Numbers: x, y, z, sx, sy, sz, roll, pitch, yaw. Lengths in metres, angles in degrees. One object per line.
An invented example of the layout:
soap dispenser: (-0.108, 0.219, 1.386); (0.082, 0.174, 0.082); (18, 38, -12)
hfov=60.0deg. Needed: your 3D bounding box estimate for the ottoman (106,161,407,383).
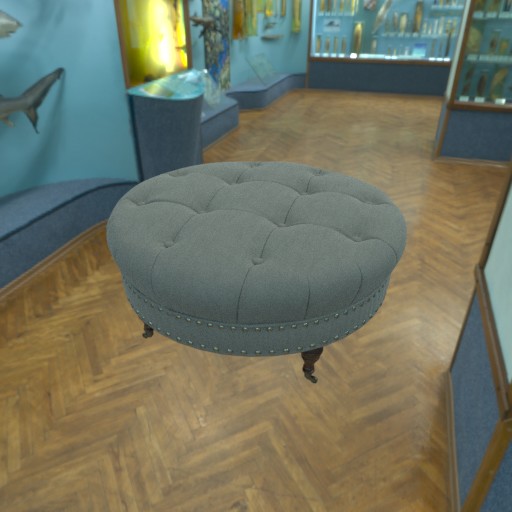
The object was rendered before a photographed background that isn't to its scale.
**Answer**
ottoman: (0.000, 0.000, 1.451); (0.901, 0.439, 0.901); (0, 30, 0)
